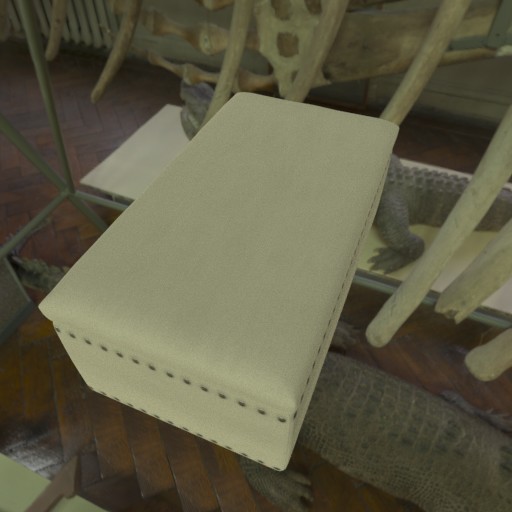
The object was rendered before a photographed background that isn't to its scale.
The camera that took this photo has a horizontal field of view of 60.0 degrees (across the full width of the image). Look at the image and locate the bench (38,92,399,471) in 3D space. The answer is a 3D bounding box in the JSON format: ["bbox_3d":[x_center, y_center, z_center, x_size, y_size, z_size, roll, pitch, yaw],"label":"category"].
[{"bbox_3d":[0.000,0.000,1.161,0.500,0.449,0.887,17,49,15],"label":"bench"}]
